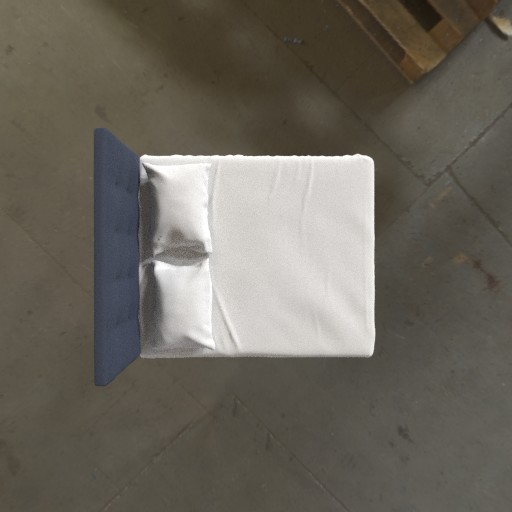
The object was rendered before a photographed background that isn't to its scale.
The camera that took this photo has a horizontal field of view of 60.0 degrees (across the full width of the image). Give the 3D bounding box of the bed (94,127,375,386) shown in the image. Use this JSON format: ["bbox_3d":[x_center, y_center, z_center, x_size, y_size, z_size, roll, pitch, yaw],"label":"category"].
[{"bbox_3d":[0.000,0.000,3.558,2.222,1.577,1.936,0,90,-1],"label":"bed"}]
